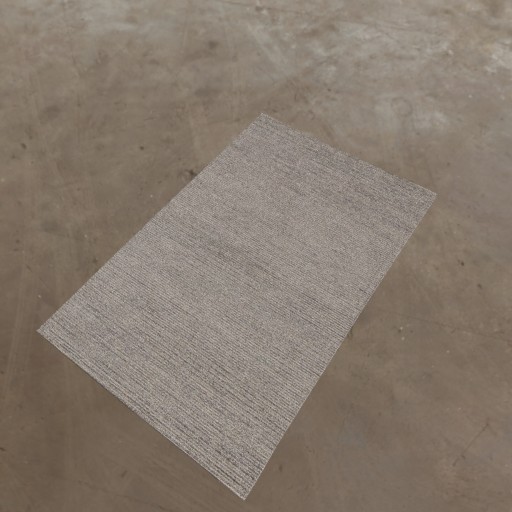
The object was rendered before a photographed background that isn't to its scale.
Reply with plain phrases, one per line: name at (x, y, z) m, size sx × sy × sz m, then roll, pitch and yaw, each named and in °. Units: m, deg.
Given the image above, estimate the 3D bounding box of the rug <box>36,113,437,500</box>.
rug at (0.000, 0.000, 2.206) m, size 1.162 × 0.022 × 1.804 m, roll 31°, pitch 63°, yaw 18°
